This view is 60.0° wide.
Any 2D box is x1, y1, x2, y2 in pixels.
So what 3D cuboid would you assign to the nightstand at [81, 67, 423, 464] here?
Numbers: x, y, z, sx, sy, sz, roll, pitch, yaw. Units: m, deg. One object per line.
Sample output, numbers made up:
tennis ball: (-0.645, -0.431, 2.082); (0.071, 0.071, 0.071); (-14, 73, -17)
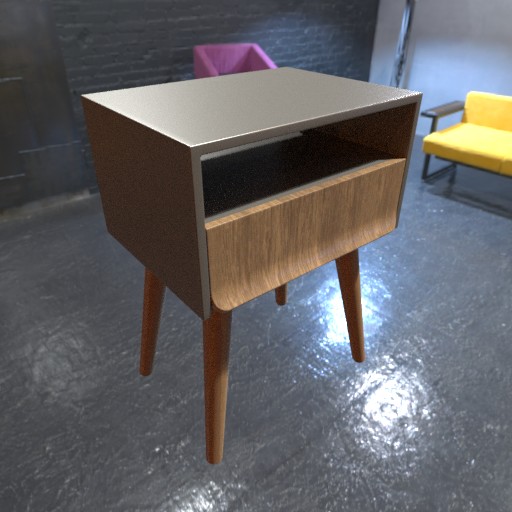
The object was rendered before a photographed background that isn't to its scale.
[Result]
nightstand: (0.000, 0.000, 0.726); (0.370, 0.508, 0.288); (-23, 38, -32)
